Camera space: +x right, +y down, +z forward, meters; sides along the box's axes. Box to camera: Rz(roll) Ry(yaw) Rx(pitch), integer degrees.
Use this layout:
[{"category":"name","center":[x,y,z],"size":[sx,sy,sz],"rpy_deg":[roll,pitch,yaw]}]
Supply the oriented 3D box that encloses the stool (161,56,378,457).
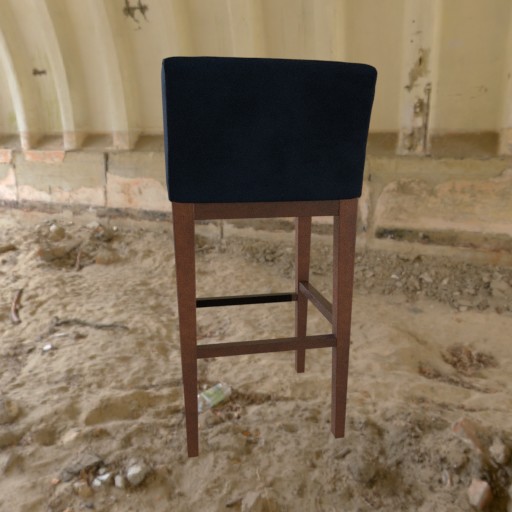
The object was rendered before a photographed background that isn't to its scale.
[{"category":"stool","center":[0.000,0.000,1.339],"size":[0.511,1.037,0.500],"rpy_deg":[-3,14,-11]}]
